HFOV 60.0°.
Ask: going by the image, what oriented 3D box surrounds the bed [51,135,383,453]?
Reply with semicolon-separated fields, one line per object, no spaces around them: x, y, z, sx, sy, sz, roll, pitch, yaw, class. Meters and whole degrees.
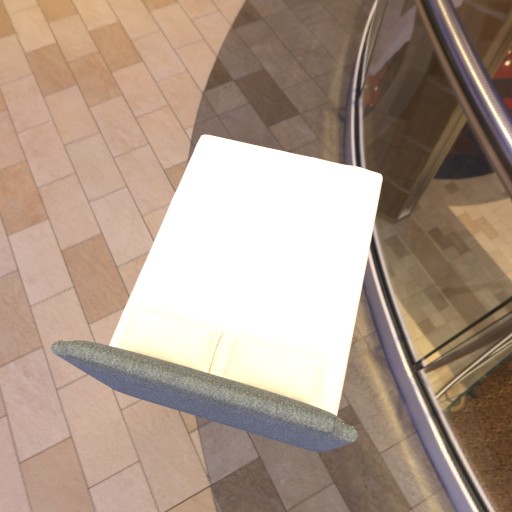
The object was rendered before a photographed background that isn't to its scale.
0.000;0.000;3.358;1.712;1.443;2.372;14;64;7;bed
